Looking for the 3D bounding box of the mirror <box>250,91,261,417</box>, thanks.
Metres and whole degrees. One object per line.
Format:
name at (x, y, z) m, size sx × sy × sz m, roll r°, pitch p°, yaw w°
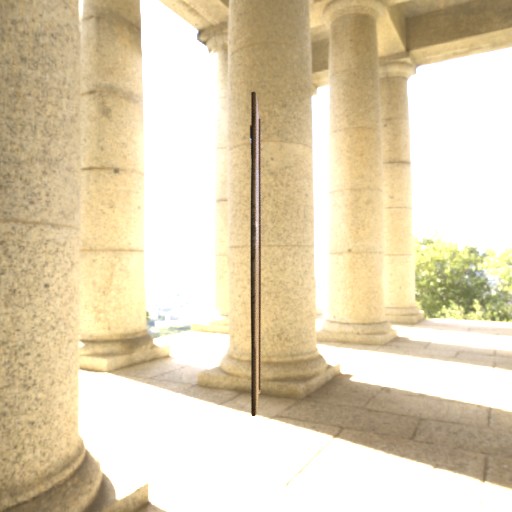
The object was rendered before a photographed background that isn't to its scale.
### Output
mirror at (0.000, 0.000, 1.018) m, size 0.019 × 0.686 × 0.686 m, roll 0°, pitch -1°, yaw 0°
